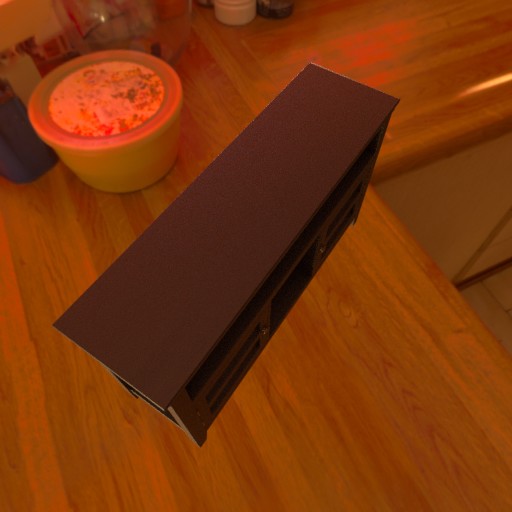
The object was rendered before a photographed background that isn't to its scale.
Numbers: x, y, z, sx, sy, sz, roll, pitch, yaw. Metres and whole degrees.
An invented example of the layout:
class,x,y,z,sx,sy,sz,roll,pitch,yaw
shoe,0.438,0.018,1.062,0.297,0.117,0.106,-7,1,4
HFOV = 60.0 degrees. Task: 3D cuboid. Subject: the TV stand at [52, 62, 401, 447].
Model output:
class,x,y,z,sx,sy,sz,roll,pitch,yaw
TV stand,0.000,0.000,1.535,0.347,0.681,1.198,30,63,17
